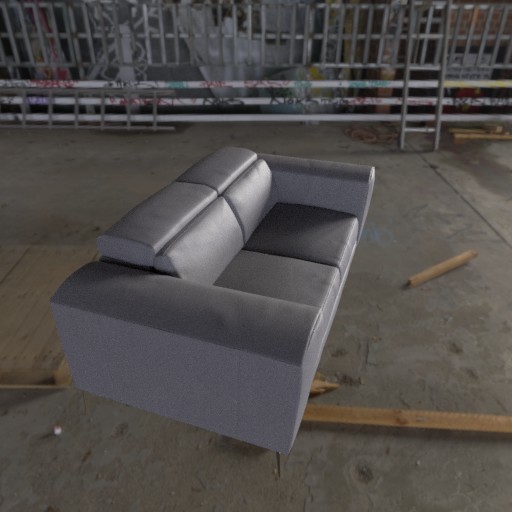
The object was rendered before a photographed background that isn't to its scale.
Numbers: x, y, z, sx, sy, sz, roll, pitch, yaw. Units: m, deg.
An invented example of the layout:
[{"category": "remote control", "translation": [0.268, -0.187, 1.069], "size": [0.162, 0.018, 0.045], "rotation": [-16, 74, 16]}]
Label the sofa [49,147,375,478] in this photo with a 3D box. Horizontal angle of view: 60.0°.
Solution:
[{"category": "sofa", "translation": [0.000, 0.000, 2.377], "size": [1.003, 0.779, 1.895], "rotation": [11, 33, 17]}]
